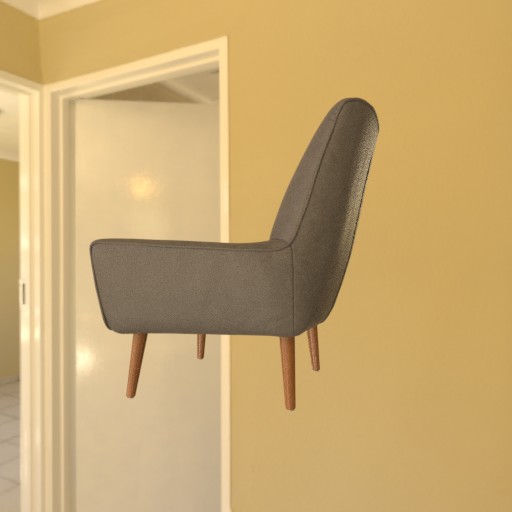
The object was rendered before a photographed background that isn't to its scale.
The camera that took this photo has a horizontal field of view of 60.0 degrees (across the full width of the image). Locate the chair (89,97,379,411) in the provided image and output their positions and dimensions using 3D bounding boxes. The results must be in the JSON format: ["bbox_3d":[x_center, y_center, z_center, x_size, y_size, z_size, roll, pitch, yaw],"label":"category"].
[{"bbox_3d":[0.000,0.000,1.538,0.822,0.888,0.787,0,1,17],"label":"chair"}]
